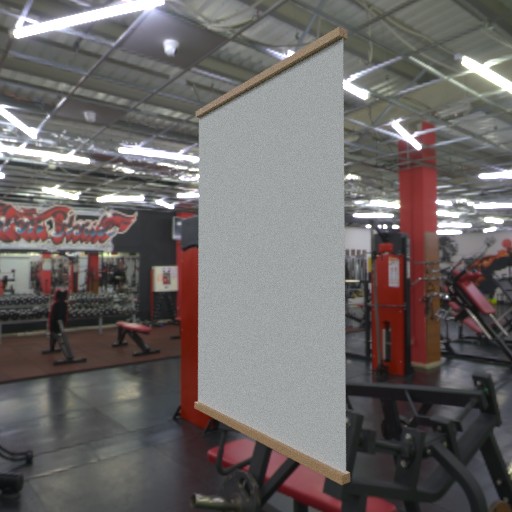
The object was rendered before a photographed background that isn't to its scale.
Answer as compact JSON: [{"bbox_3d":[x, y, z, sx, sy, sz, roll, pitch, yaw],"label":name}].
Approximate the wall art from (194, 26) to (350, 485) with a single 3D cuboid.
[{"bbox_3d":[0.000,0.000,0.632,0.013,0.510,0.335,1,-2,-36],"label":"wall art"}]
